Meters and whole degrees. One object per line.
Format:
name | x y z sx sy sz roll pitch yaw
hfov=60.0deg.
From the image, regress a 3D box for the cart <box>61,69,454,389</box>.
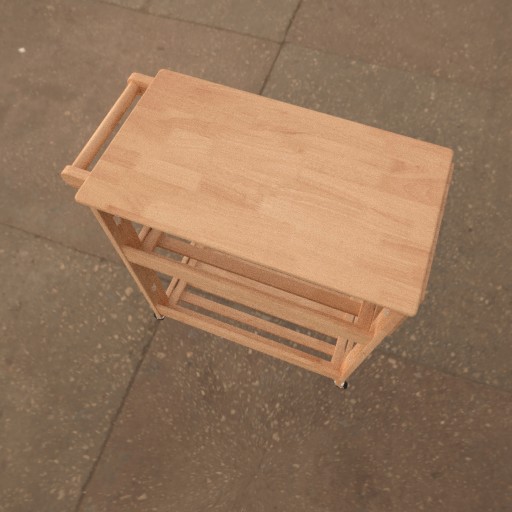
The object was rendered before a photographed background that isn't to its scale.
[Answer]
cart | 0.000 0.000 1.390 0.853 0.879 0.432 19 65 9
